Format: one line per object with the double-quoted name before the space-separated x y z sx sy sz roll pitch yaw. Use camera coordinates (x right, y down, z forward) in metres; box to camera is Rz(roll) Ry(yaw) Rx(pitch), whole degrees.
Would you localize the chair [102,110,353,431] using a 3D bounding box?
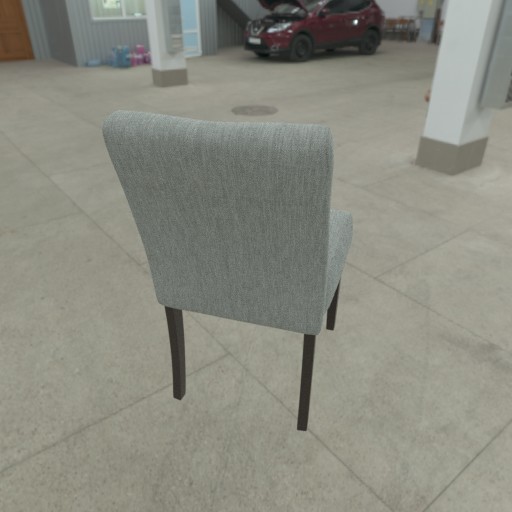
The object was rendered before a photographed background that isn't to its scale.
"chair" 0.000 0.000 1.251 0.487 0.884 0.629 9 32 15
